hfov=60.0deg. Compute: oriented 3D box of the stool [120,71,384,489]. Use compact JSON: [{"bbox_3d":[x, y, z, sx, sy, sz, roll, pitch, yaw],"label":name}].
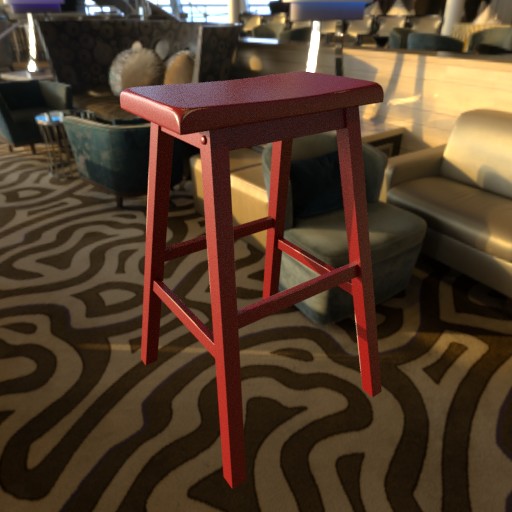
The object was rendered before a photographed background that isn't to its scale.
[{"bbox_3d":[0.000,0.000,1.015,0.457,0.737,0.476,-19,35,-30],"label":"stool"}]
